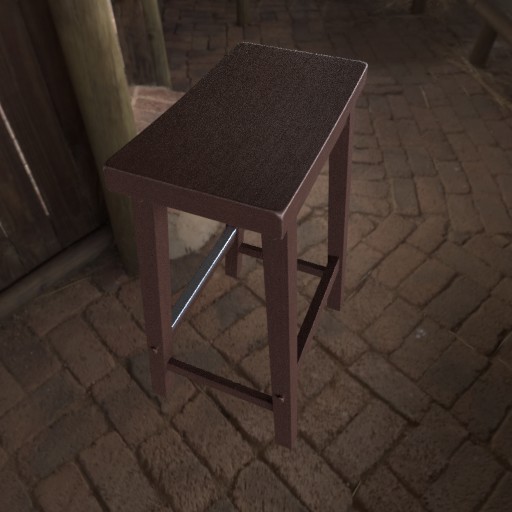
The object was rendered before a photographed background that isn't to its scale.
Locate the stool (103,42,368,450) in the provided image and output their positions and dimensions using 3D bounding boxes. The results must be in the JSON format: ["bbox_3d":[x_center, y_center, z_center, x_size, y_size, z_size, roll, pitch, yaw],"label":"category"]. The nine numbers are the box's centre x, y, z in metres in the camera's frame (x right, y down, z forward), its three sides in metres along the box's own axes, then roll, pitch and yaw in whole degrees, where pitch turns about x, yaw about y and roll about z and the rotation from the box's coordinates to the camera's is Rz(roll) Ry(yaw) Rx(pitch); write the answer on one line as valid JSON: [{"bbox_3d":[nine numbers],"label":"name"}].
[{"bbox_3d":[0.000,0.000,0.840,0.322,0.610,0.406,17,49,15],"label":"stool"}]
